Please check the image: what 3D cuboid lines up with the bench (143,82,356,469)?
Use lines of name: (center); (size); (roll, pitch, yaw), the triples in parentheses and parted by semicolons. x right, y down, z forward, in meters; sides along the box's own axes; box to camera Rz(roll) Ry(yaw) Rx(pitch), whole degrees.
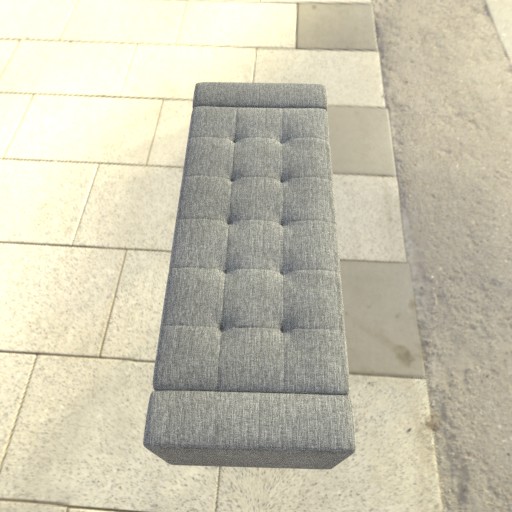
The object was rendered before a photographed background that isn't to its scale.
bench: (0.000, 0.000, 1.531); (0.508, 0.445, 1.296); (1, 59, 1)
